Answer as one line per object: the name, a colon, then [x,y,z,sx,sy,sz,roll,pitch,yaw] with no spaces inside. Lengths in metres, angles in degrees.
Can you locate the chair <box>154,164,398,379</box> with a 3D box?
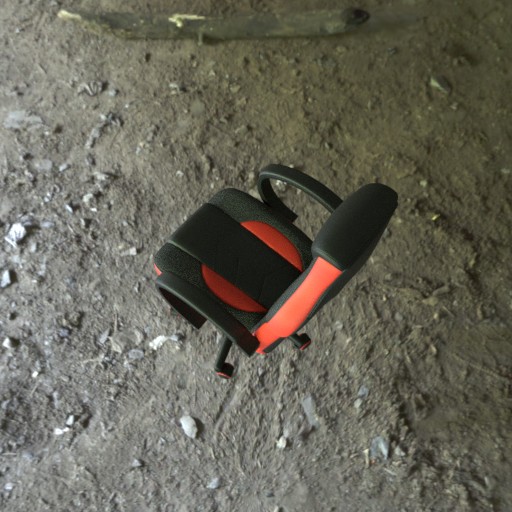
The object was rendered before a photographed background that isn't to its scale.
chair: [0.000,0.000,1.405,0.642,1.016,0.600,35,68,17]
